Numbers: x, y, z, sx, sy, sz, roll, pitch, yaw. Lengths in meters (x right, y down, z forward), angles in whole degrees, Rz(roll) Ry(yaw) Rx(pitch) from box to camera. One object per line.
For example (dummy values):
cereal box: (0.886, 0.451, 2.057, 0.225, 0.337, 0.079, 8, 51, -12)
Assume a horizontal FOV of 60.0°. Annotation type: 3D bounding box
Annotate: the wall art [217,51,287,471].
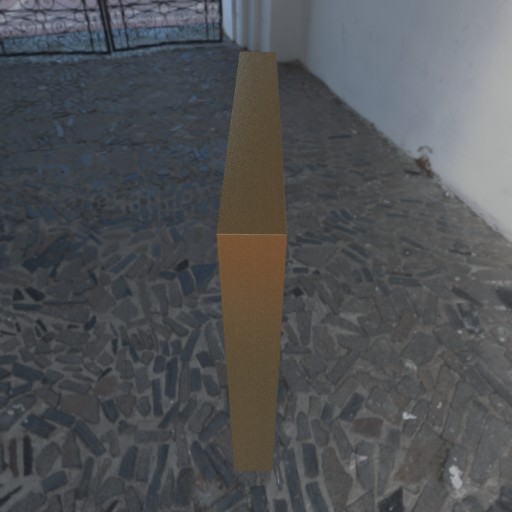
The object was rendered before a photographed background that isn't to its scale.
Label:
wall art: (0.000, 0.000, 0.455, 0.038, 0.304, 0.304, 1, 42, 1)
